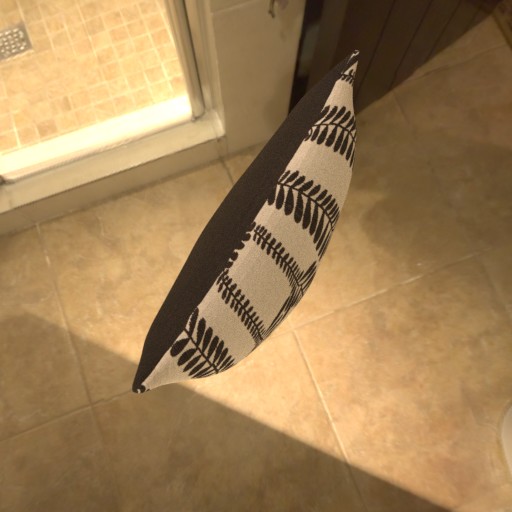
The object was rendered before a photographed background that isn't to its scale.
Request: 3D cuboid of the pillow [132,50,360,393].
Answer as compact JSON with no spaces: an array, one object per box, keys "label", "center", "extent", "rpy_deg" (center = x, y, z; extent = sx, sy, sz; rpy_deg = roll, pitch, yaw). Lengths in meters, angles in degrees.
[{"label":"pillow","center":[0.000,0.000,0.656],"extent":[0.182,0.441,0.440],"rpy_deg":[31,79,7]}]
